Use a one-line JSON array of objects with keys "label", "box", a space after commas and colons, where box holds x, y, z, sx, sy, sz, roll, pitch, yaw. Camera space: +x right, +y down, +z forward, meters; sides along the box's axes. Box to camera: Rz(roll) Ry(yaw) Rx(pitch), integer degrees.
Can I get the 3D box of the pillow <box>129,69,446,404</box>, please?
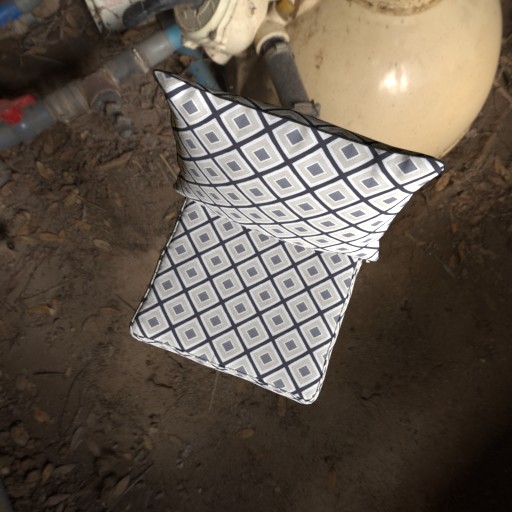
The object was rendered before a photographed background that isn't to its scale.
[{"label": "pillow", "box": [0.000, 0.000, 1.360, 0.798, 0.722, 0.733, 20, 77, 5]}]
